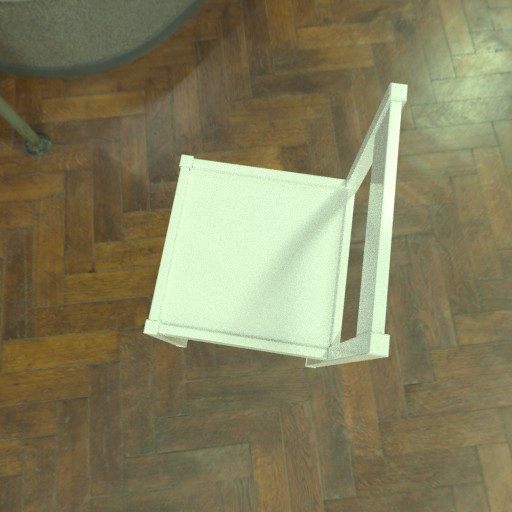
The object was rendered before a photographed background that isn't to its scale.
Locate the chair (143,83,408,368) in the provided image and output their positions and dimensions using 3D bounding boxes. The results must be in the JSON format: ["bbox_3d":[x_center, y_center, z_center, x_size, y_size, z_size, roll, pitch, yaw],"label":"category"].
[{"bbox_3d":[0.000,0.000,0.678,0.285,0.505,0.285,8,75,2],"label":"chair"}]
